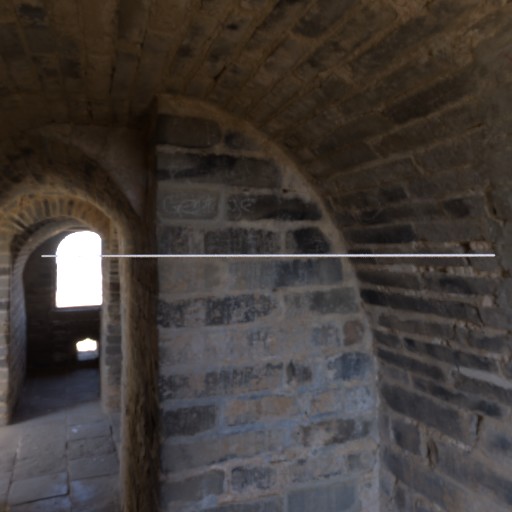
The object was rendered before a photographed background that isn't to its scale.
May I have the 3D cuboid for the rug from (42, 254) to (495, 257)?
[{"bbox_3d":[0.000,0.000,2.623,2.388,0.012,0.864,0,0,20],"label":"rug"}]
